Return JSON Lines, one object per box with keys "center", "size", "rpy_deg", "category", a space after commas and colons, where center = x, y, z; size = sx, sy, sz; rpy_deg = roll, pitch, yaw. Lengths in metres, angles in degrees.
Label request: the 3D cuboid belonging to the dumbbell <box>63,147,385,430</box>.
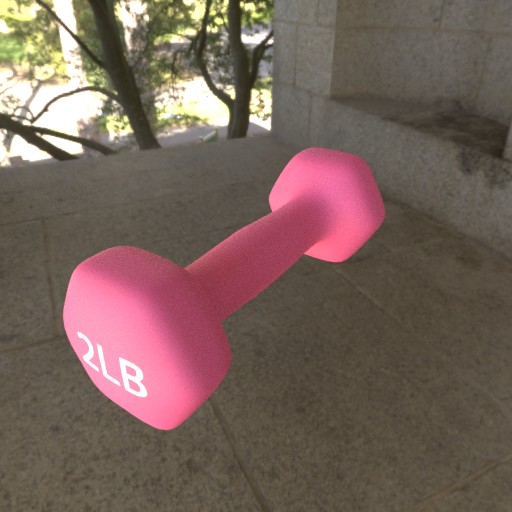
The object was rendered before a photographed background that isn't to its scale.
{"center": [0.000, 0.000, 0.175], "size": [0.058, 0.053, 0.146], "rpy_deg": [20, 36, 30], "category": "dumbbell"}
